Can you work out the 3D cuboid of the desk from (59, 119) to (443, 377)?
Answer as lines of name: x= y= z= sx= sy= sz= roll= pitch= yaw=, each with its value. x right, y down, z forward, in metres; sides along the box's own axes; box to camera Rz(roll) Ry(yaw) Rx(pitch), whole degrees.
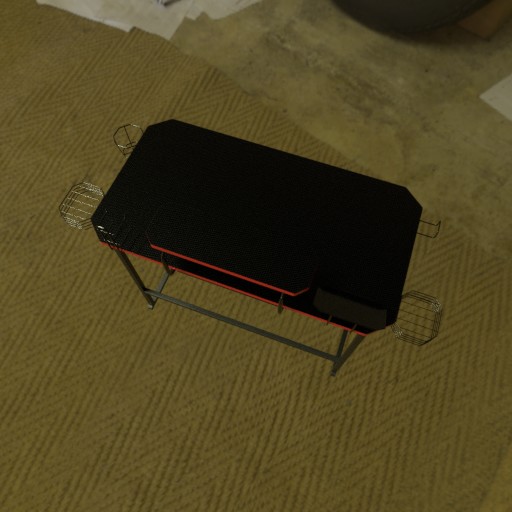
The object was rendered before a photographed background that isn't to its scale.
desk: x=0.000 y=0.000 z=1.739 sx=1.280 sy=0.913 sz=0.588 roll=18 pitch=65 yaw=9
